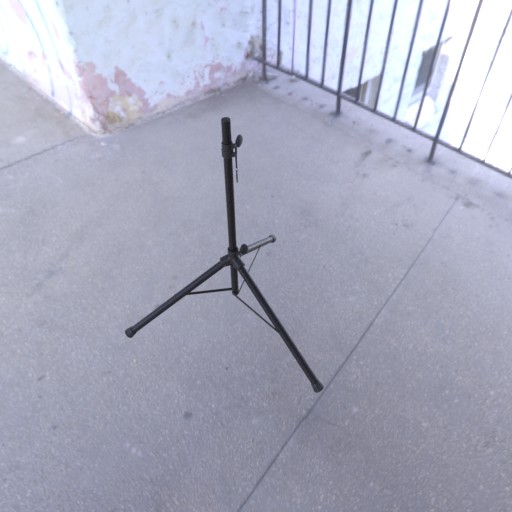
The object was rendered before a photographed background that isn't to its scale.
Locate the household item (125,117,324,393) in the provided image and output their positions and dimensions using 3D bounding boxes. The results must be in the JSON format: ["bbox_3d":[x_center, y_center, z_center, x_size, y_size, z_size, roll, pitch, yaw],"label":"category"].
[{"bbox_3d":[0.000,0.000,1.864,1.045,1.136,0.907,-32,55,-27],"label":"household item"}]
